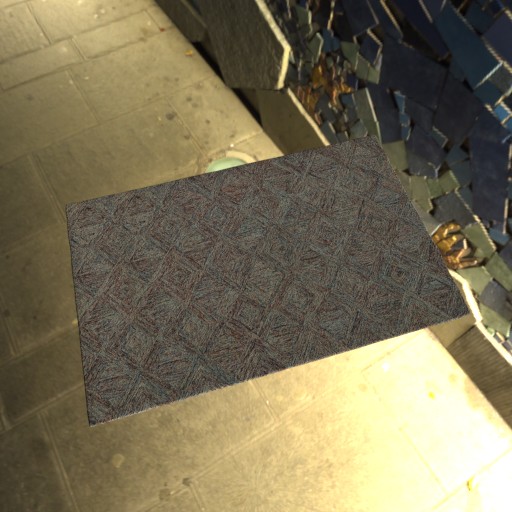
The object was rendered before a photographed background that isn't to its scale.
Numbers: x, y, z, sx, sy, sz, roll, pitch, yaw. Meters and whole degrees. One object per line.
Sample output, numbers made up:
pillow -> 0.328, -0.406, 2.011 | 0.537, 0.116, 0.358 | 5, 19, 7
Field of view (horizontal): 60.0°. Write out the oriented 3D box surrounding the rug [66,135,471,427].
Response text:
rug -> 0.000, 0.000, 2.186 | 1.761, 0.014, 1.143 | -14, 63, -7
